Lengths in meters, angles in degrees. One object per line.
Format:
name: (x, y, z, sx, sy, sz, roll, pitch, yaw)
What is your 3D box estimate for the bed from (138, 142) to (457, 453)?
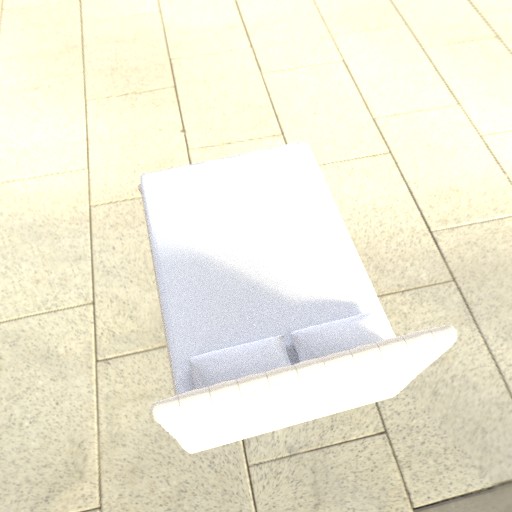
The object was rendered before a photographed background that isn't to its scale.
bed: (0.000, 0.000, 3.472, 1.698, 1.427, 2.387, -13, 61, -7)
